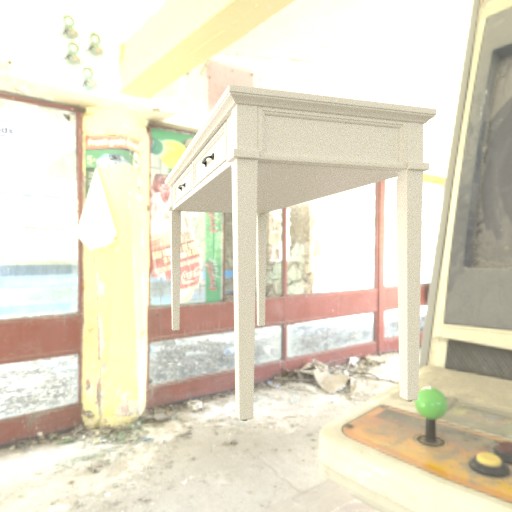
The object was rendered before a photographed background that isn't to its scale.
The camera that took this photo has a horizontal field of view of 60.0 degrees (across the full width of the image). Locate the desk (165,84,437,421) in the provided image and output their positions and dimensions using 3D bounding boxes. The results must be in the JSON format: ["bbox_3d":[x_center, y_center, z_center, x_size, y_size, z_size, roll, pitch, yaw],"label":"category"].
[{"bbox_3d":[0.000,0.000,1.730,0.559,0.774,1.372,0,0,-17],"label":"desk"}]
